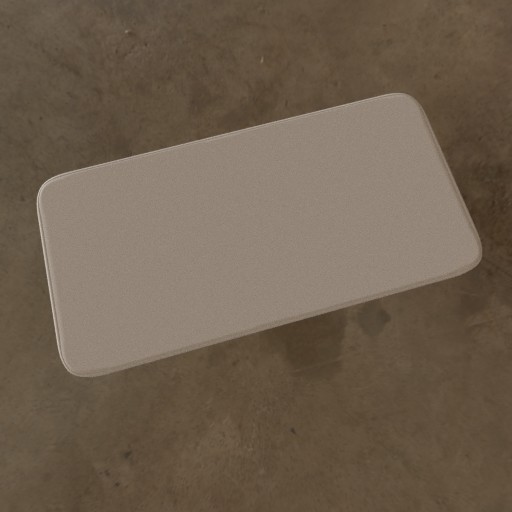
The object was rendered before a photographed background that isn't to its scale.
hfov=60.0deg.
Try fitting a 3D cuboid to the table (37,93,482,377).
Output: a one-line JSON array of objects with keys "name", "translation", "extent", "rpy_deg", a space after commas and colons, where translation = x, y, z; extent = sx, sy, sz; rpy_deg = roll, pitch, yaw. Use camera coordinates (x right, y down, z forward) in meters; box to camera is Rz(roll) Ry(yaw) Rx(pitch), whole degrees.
[{"name": "table", "translation": [0.000, 0.000, 1.640], "extent": [1.219, 0.729, 0.610], "rpy_deg": [-15, 75, -4]}]
